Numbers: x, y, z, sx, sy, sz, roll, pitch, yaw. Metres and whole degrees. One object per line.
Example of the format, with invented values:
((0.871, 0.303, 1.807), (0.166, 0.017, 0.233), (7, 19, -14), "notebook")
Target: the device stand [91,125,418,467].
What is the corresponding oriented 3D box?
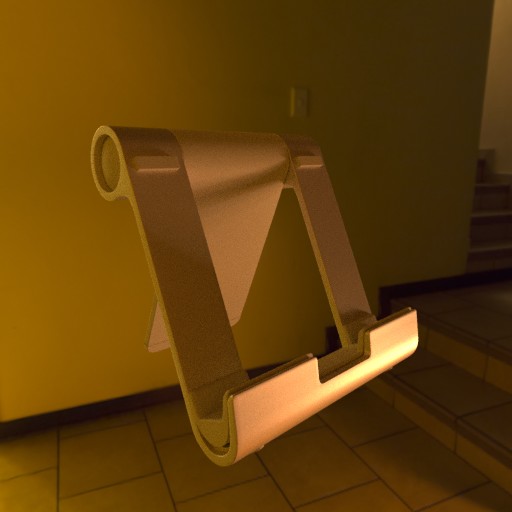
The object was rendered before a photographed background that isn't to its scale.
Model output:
((0.000, 0.000, 0.152), (0.086, 0.084, 0.079), (-12, 17, -42), "device stand")
